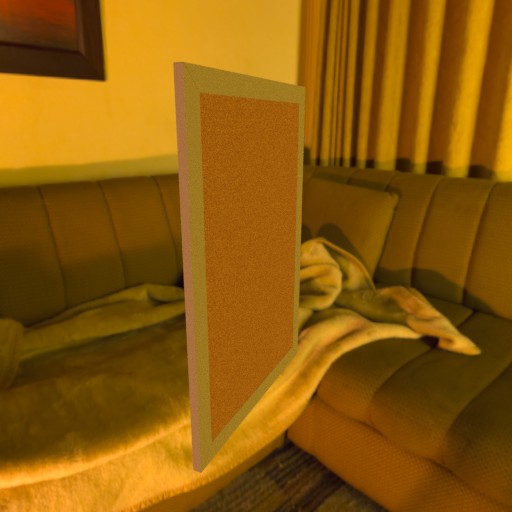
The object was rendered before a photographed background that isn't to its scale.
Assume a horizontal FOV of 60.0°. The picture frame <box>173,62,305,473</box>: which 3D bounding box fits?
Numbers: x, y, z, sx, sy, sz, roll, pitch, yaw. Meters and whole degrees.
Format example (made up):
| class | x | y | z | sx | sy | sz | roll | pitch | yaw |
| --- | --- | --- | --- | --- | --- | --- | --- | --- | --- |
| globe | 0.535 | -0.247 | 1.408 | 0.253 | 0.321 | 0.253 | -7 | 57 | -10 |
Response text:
| class | x | y | z | sx | sy | sz | roll | pitch | yaw |
| --- | --- | --- | --- | --- | --- | --- | --- | --- | --- |
| picture frame | 0.000 | 0.000 | 0.613 | 0.011 | 0.459 | 0.326 | 8 | 18 | 25 |
